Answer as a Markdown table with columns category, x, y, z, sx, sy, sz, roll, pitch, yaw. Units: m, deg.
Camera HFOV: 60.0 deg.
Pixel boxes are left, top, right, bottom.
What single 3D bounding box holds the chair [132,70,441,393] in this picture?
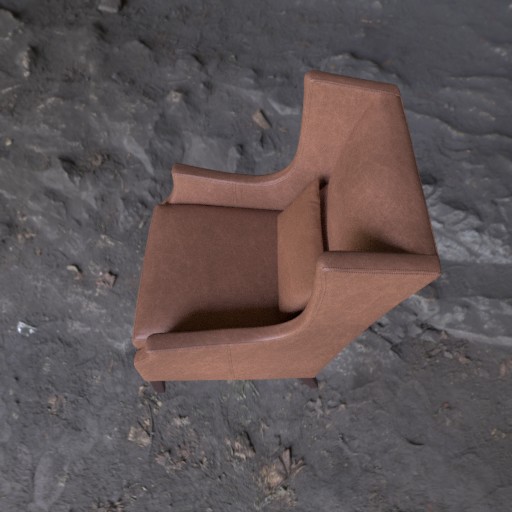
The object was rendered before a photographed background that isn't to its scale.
| category | x | y | z | sx | sy | sz | roll | pitch | yaw |
| --- | --- | --- | --- | --- | --- | --- | --- | --- | --- |
| chair | 0.000 | 0.000 | 1.677 | 0.913 | 1.088 | 0.815 | 1 | 58 | 0 |
